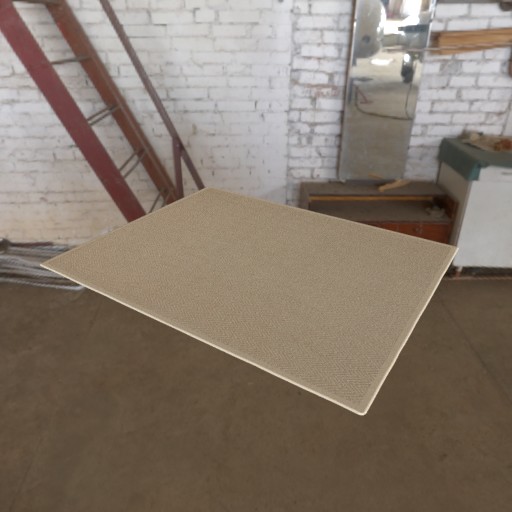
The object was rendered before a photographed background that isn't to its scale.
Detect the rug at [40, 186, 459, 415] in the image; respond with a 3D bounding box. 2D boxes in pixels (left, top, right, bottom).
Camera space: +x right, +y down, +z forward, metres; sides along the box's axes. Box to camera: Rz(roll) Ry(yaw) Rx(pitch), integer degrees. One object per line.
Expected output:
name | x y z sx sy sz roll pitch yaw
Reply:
rug | 0.000 0.000 4.089 3.051 0.020 2.407 18 34 29
